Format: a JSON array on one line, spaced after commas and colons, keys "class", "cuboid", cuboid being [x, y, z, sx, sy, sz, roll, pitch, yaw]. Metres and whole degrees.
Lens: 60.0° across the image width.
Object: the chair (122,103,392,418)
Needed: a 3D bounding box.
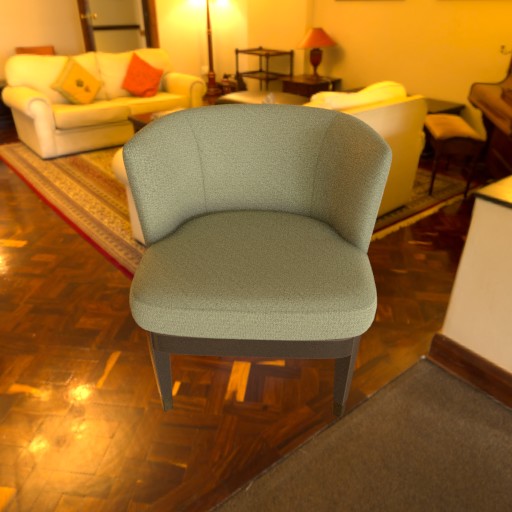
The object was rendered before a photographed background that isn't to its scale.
[{"class": "chair", "cuboid": [0.000, 0.000, 1.325, 0.700, 0.760, 0.660, 1, 30, 2]}]
